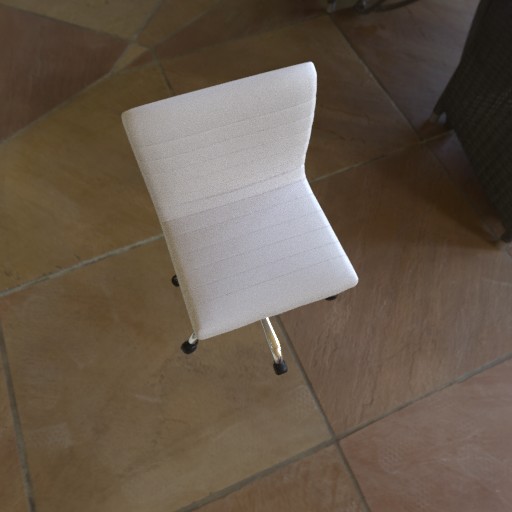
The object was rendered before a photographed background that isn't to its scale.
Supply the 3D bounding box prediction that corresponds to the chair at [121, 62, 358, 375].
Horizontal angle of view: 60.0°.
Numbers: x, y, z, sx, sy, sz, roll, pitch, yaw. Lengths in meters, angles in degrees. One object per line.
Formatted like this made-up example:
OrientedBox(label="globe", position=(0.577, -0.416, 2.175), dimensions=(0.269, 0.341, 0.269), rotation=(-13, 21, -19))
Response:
OrientedBox(label="chair", position=(0.000, 0.000, 1.073), dimensions=(0.520, 0.750, 0.455), rotation=(-18, 66, -9))
